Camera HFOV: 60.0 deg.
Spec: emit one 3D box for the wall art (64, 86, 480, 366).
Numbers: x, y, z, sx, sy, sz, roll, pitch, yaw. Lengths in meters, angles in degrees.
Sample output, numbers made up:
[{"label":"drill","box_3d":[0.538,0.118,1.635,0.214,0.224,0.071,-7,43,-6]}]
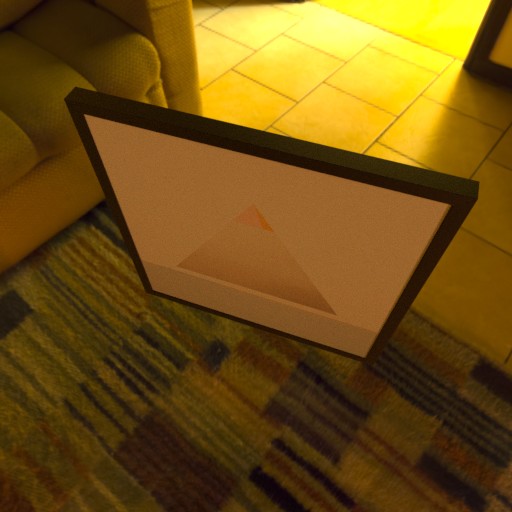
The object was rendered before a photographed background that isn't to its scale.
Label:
[{"label":"wall art","box_3d":[0.000,0.000,0.741,0.513,0.511,0.028,16,58,11]}]
